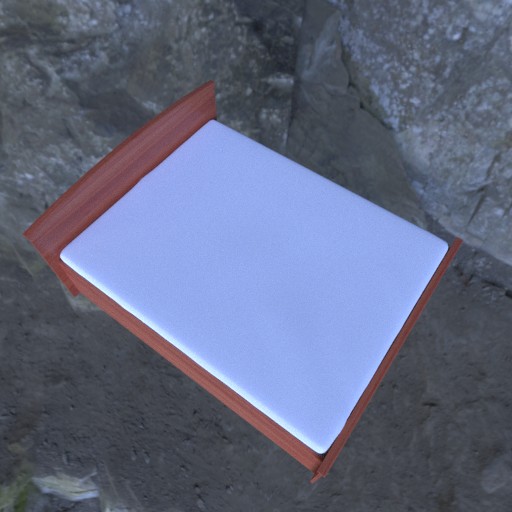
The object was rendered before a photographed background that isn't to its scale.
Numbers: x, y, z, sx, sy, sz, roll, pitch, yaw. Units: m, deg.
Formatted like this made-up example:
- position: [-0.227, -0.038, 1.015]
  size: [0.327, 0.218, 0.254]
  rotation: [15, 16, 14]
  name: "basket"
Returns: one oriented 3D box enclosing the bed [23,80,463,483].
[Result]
- position: [0.000, 0.000, 2.854]
  size: [2.053, 0.848, 1.683]
  rotation: [32, 64, 18]
  name: "bed"
